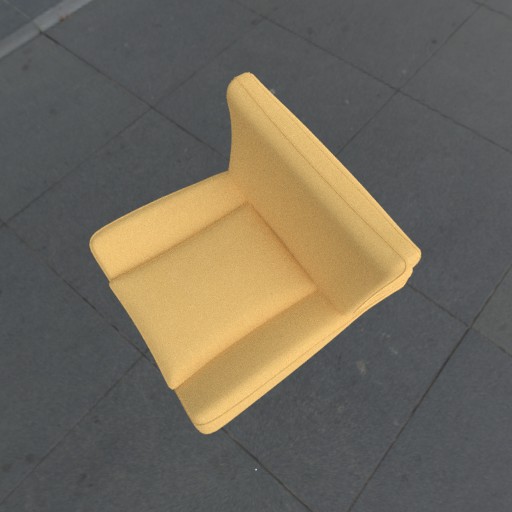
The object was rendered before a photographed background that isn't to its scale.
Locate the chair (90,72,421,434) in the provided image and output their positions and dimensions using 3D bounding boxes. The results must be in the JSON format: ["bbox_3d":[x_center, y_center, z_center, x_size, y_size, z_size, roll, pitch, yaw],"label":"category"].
[{"bbox_3d":[0.000,0.000,1.647,1.008,0.855,0.859,-32,68,-14],"label":"chair"}]
